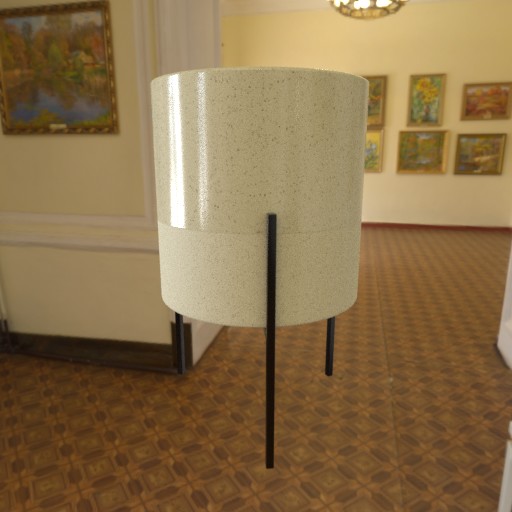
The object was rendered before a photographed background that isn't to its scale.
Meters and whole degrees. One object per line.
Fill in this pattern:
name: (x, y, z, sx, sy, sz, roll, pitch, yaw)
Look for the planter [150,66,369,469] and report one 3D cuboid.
planter: (0.000, 0.000, 0.536, 0.243, 0.390, 0.234, 7, 15, 25)
